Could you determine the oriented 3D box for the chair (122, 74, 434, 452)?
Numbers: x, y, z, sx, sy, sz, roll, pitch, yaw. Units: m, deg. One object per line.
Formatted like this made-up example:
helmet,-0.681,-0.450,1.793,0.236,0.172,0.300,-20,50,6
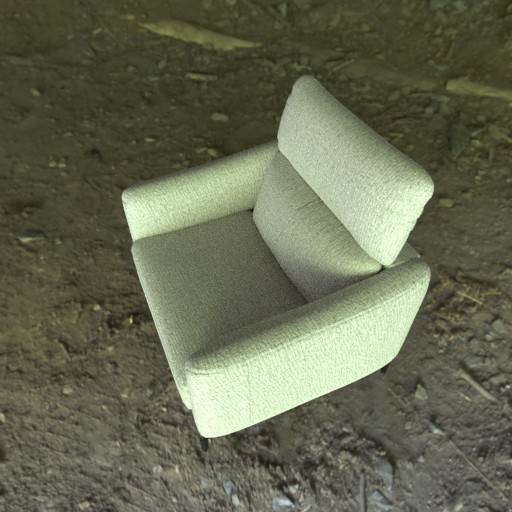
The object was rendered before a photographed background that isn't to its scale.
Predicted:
chair,0.000,0.000,1.653,0.835,0.967,0.972,-18,49,-16
